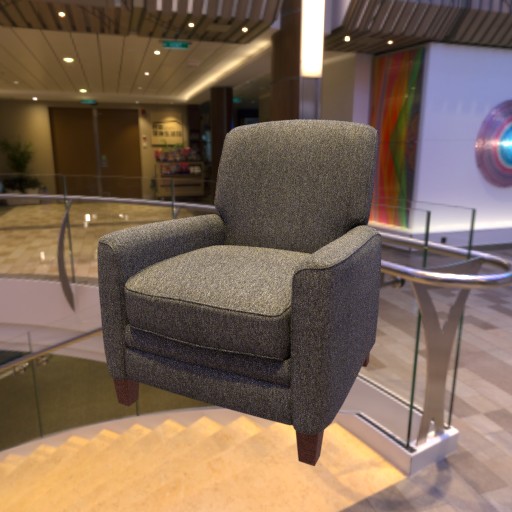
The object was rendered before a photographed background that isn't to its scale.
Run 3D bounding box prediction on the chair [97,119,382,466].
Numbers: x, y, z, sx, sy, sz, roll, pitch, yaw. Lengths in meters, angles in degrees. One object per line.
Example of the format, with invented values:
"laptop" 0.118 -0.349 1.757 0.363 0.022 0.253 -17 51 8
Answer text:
"chair" 0.000 0.000 1.646 0.848 1.014 0.864 7 15 25
